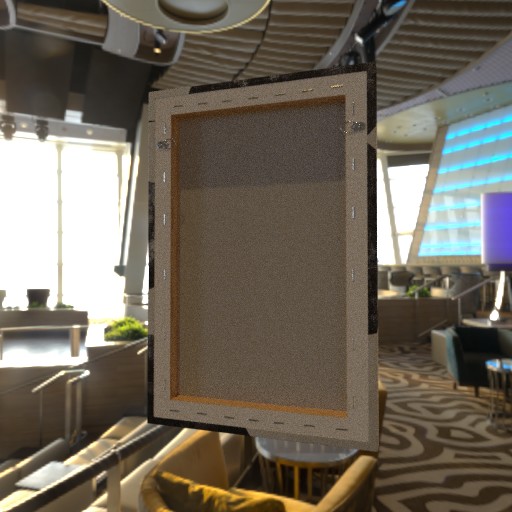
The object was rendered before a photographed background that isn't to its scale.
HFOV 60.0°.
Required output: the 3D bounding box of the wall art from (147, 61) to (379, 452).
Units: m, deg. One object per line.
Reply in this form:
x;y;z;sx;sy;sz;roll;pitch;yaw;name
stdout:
0.000;0.000;0.770;0.407;0.610;0.039;0;-1;18;wall art
